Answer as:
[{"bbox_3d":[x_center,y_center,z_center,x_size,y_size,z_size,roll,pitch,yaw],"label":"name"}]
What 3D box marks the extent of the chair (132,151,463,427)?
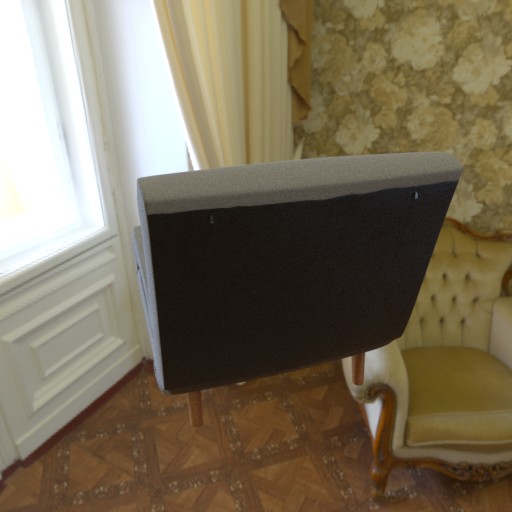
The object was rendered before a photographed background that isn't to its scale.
[{"bbox_3d":[0.000,0.000,1.484,0.770,0.808,0.902,-8,27,-17],"label":"chair"}]
